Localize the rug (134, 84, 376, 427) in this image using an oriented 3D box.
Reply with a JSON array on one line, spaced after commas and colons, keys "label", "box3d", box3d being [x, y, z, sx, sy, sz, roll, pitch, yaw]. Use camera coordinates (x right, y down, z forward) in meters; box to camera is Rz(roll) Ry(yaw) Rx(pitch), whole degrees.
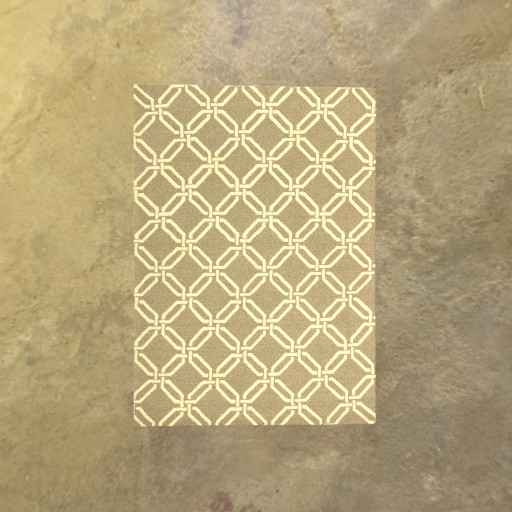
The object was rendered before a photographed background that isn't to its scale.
[{"label": "rug", "box3d": [0.000, 0.000, 4.460, 2.441, 0.020, 3.419, 0, 90, -2]}]
